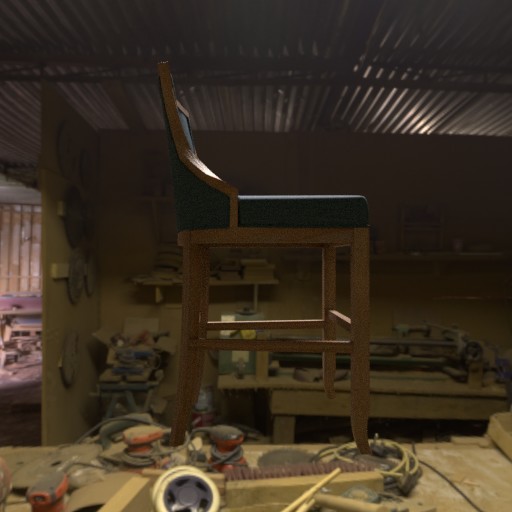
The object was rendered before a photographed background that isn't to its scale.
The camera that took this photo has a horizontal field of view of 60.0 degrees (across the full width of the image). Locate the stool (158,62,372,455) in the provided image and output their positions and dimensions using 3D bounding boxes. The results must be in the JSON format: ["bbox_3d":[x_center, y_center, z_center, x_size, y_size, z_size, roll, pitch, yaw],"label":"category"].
[{"bbox_3d":[0.000,0.000,1.476,0.626,1.101,0.524,0,-1,-1],"label":"stool"}]
